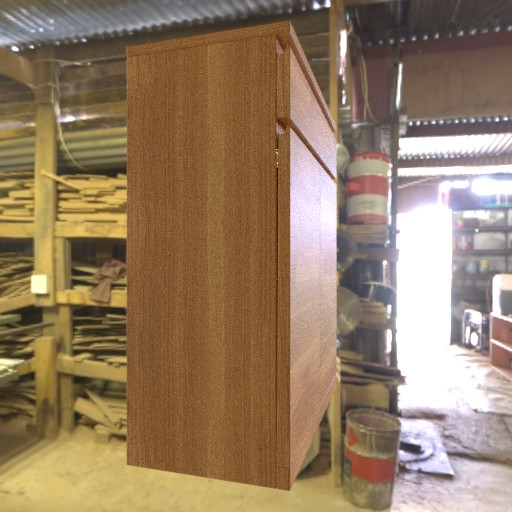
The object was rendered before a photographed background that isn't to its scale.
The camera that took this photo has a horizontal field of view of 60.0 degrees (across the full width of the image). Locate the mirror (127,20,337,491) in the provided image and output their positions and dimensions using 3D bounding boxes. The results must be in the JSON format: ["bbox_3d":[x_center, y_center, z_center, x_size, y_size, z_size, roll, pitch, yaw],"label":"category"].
[{"bbox_3d":[0.000,0.000,1.381,0.400,1.000,0.800,0,0,17],"label":"mirror"}]
